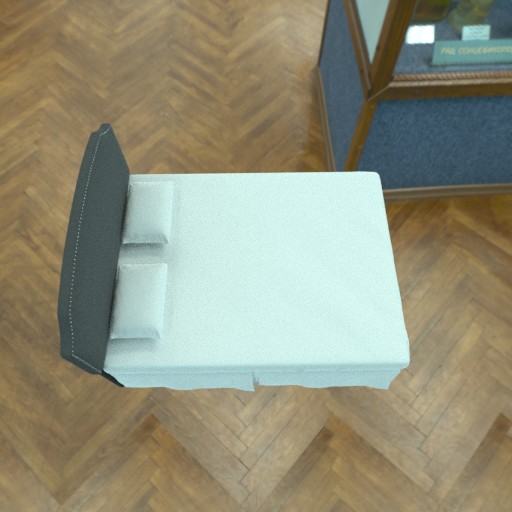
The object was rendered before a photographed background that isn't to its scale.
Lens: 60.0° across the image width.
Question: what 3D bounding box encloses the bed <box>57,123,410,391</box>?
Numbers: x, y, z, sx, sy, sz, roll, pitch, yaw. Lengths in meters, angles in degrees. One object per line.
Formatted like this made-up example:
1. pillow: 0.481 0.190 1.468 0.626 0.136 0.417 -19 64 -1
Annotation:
1. bed: 0.000 0.000 2.958 1.999 1.270 1.558 -1 64 0
